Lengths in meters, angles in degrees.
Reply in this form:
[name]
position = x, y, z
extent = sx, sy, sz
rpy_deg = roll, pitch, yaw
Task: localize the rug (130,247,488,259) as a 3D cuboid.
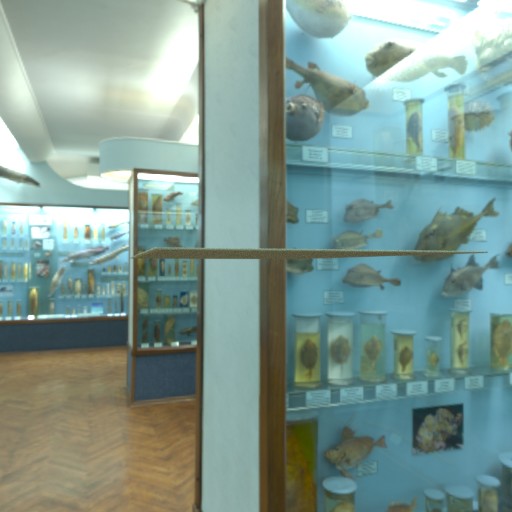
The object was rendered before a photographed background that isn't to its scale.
[rug]
position = 0.000, 0.000, 2.202
extent = 1.143, 0.006, 1.747
rpy_deg = 0, -1, -18
